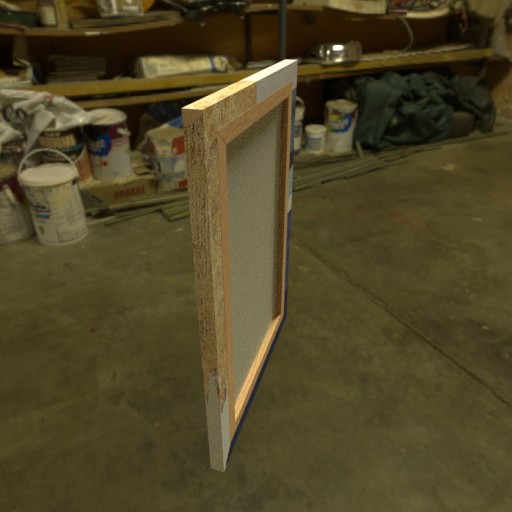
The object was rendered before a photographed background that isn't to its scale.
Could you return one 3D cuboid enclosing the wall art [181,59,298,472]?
[{"bbox_3d":[0.000,0.000,0.812,0.026,0.613,0.458,9,31,15],"label":"wall art"}]
